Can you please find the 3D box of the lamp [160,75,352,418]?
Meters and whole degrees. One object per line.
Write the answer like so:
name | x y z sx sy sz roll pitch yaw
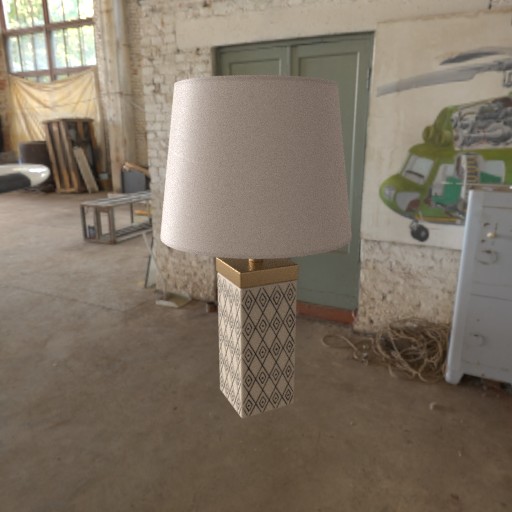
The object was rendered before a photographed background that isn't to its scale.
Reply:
lamp | 0.000 0.000 0.603 0.251 0.435 0.251 0 15 0
